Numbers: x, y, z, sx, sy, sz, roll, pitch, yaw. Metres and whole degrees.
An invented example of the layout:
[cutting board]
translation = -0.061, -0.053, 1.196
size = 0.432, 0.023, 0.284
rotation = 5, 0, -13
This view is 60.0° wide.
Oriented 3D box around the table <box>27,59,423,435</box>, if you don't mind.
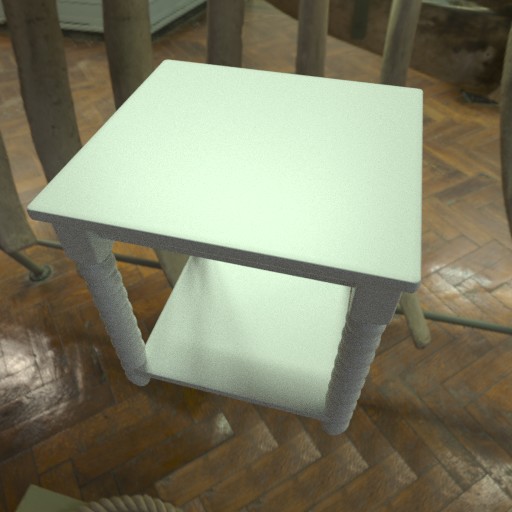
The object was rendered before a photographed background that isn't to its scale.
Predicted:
[table]
translation = 0.000, 0.000, 0.933
size = 0.533, 0.563, 0.500
rotation = 11, 48, 10
